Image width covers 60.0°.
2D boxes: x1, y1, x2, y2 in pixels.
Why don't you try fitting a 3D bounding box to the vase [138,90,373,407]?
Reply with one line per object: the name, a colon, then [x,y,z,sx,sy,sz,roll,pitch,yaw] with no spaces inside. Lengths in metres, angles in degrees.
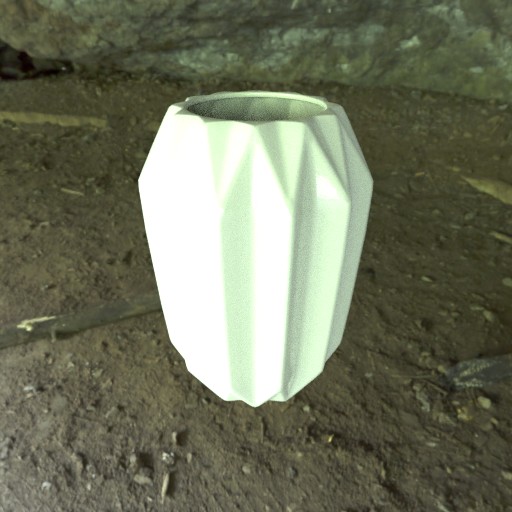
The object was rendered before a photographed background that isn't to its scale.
vase: [0.000,0.000,0.416,0.195,0.275,0.195,0,30,0]
